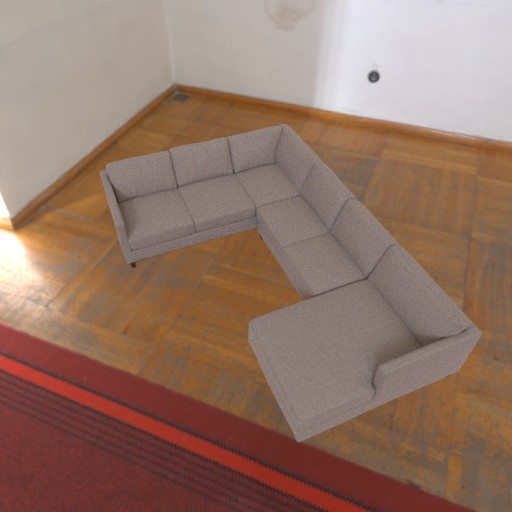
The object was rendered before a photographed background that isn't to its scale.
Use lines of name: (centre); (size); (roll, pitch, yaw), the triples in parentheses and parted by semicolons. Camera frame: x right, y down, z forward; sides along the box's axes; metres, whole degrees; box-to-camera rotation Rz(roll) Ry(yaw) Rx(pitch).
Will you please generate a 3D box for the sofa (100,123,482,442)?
sofa: (0.000, 0.000, 4.421); (2.424, 0.865, 3.438); (-17, 48, -16)
